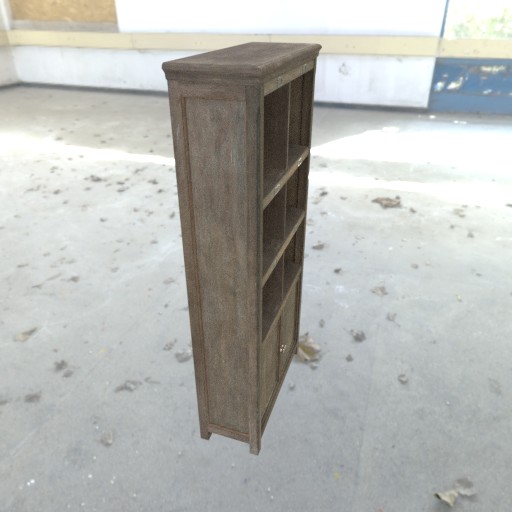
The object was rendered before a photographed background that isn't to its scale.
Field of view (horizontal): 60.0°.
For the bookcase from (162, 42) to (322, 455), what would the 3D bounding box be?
[{"bbox_3d":[0.000,0.000,2.234,0.348,1.880,0.906,10,31,16],"label":"bookcase"}]
